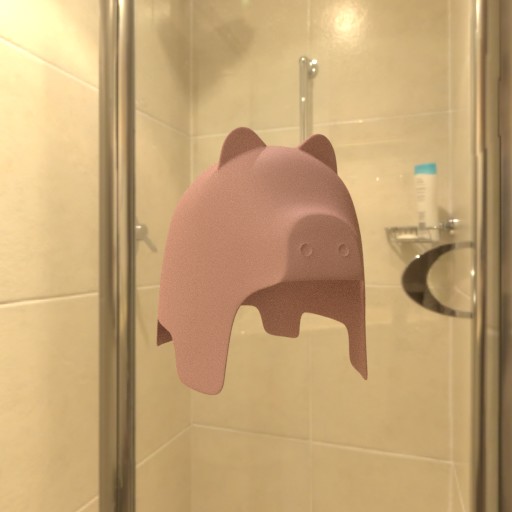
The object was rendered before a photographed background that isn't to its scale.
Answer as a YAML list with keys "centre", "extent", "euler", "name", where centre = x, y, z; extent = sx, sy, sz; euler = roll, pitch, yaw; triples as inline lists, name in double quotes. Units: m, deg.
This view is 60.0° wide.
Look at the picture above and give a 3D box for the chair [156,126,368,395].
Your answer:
- centre: [0.000, 0.000, 0.885]
  extent: [0.364, 0.423, 0.619]
  euler: [0, 0, -18]
  name: "chair"
